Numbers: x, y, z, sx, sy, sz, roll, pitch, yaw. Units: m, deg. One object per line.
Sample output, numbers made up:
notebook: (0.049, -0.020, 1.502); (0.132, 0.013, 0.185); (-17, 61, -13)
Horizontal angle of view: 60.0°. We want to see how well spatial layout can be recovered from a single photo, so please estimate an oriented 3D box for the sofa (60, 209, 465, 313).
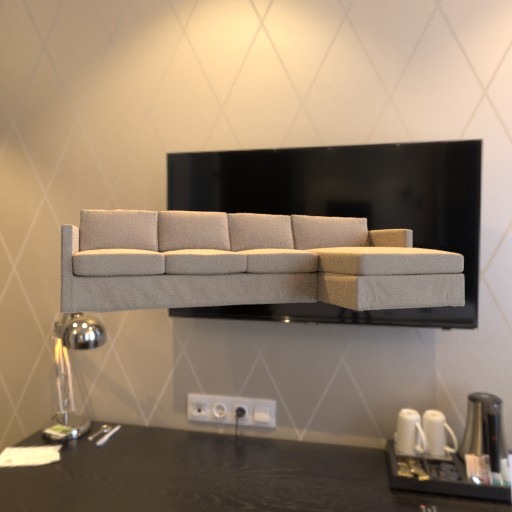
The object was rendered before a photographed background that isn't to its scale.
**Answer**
sofa: (0.000, 0.000, 3.963); (3.206, 0.871, 1.622); (0, 1, -18)
